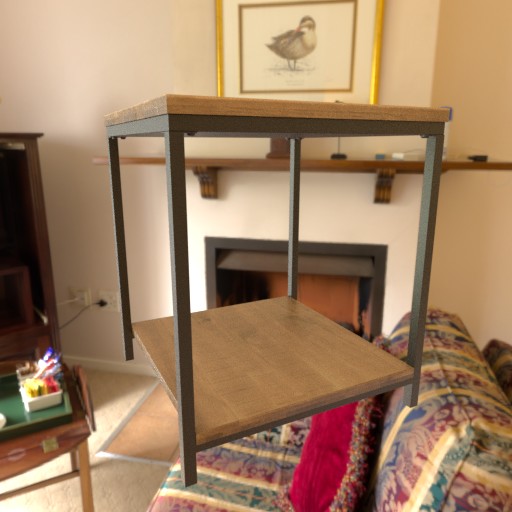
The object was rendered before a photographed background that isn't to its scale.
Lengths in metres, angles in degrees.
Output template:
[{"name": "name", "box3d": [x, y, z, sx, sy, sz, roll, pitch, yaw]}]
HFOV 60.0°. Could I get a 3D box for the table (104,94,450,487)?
[{"name": "table", "box3d": [0.000, 0.000, 0.955, 0.507, 0.589, 0.503, -7, 16, -26]}]
